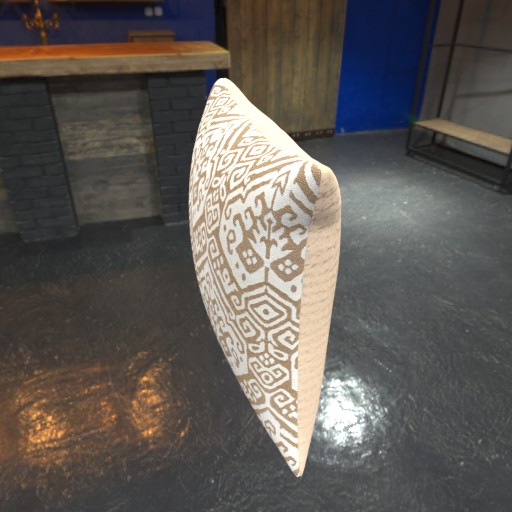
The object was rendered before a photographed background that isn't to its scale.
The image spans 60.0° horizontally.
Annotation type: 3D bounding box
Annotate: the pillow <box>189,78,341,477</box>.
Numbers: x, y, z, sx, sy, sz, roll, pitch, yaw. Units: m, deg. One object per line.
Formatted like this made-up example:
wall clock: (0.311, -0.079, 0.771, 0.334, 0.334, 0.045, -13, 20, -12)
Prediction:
pillow: (0.000, 0.000, 0.623, 0.173, 0.407, 0.419, -8, 33, -12)
